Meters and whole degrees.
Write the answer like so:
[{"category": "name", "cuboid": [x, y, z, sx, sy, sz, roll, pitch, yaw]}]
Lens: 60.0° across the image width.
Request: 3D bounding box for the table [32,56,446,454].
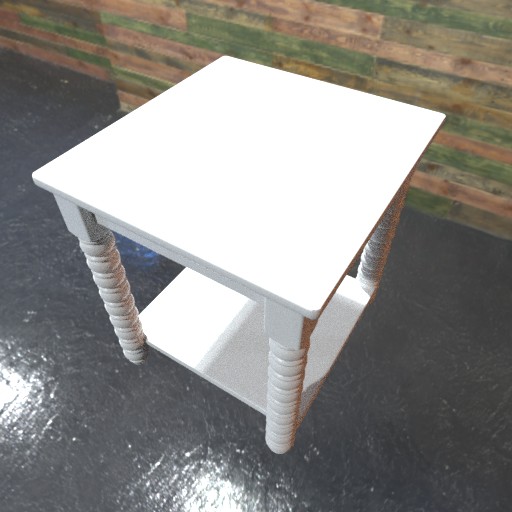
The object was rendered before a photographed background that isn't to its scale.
[{"category": "table", "cuboid": [0.000, 0.000, 0.955, 0.500, 0.563, 0.533, 24, 51, 21]}]
